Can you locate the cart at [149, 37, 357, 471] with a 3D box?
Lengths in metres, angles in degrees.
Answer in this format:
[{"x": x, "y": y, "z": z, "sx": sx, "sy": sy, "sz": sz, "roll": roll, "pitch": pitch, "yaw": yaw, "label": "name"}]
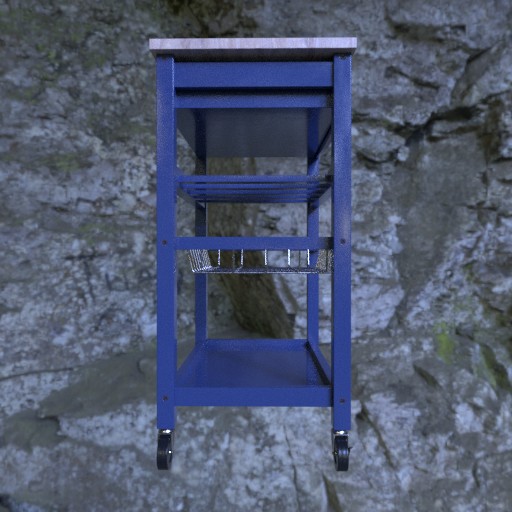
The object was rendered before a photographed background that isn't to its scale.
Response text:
[{"x": 0.000, "y": 0.000, "z": 1.134, "sx": 0.403, "sy": 0.839, "sz": 0.584, "roll": 0, "pitch": 0, "yaw": 1, "label": "cart"}]
